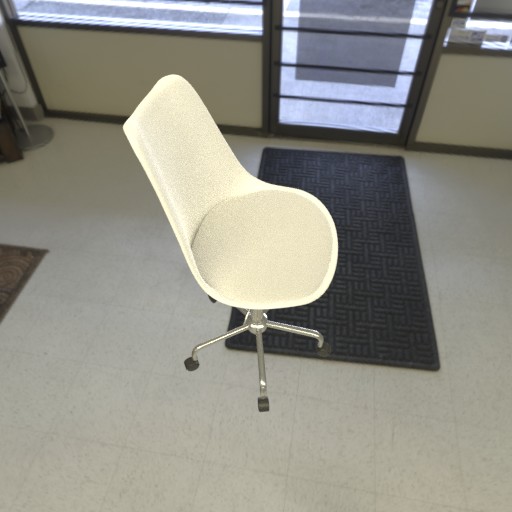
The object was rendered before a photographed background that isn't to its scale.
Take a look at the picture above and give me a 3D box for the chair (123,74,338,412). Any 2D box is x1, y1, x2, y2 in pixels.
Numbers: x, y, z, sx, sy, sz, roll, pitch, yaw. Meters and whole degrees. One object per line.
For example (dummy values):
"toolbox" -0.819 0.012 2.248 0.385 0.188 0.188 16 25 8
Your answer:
"chair" 0.000 0.000 1.312 0.550 0.930 0.550 9 48 8
